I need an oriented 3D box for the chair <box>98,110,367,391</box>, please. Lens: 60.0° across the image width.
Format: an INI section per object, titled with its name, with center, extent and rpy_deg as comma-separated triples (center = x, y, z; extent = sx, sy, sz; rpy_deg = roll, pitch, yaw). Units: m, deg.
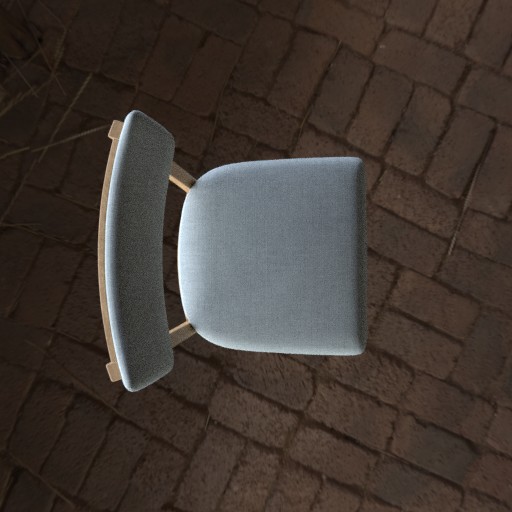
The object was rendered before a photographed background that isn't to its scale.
[chair]
center = 0.000, 0.000, 1.166
extent = 0.572, 0.832, 0.508
rpy_deg = 0, 88, -1
